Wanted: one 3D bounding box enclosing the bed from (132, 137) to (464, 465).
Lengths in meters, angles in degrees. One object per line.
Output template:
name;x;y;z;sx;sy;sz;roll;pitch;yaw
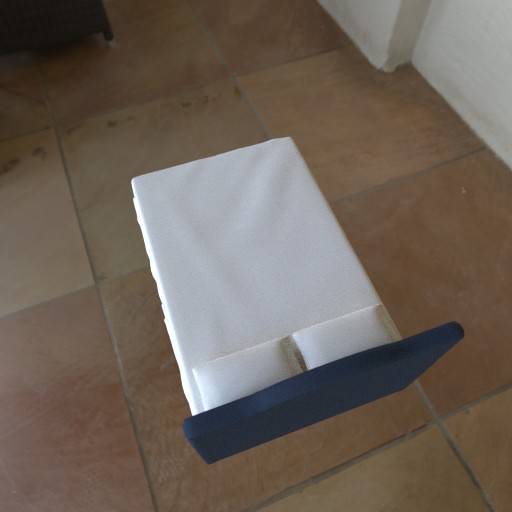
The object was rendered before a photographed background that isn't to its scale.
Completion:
bed;0.000;0.000;3.543;1.741;1.441;2.507;-17;61;-10
